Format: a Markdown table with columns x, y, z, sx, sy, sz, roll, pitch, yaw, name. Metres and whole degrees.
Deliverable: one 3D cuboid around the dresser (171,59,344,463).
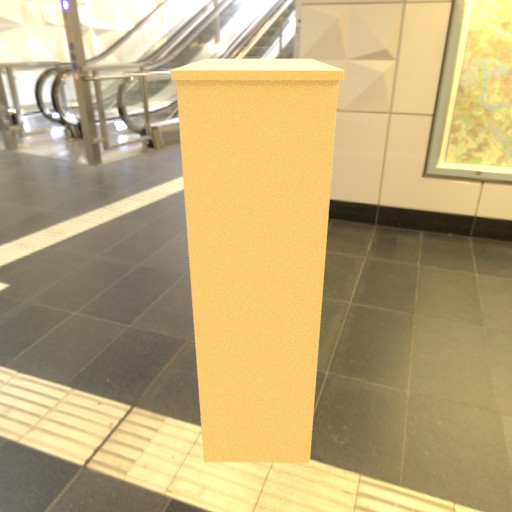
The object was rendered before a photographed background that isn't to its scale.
| x | y | z | sx | sy | sz | roll | pitch | yaw | name |
| --- | --- | --- | --- | --- | --- | --- | --- | --- | --- |
| 0.000 | 0.000 | 1.572 | 0.399 | 1.255 | 0.704 | 0 | 26 | 1 | dresser |
